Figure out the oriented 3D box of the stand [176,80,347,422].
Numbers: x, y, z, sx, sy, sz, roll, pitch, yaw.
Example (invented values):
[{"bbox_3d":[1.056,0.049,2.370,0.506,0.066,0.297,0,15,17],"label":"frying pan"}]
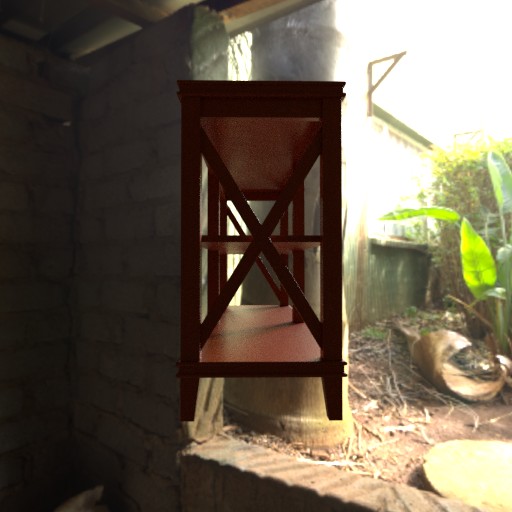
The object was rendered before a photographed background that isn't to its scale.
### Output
[{"bbox_3d":[0.000,0.000,1.670,0.381,0.762,1.372,0,-1,-1],"label":"stand"}]
